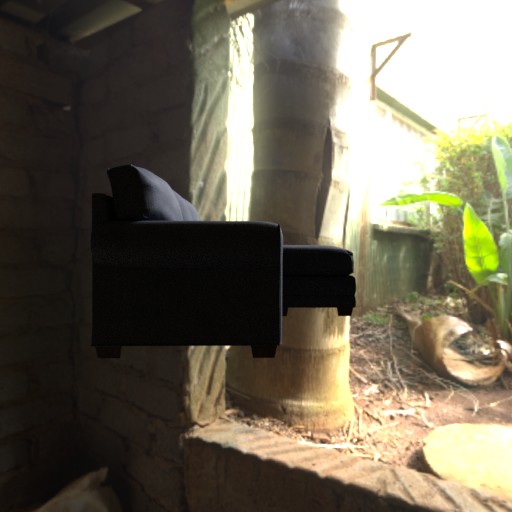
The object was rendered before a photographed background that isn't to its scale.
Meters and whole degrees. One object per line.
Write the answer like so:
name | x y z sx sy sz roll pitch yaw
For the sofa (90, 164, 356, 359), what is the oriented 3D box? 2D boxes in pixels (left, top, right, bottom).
sofa | 0.000 0.000 3.516 1.780 1.063 2.567 0 1 -1
